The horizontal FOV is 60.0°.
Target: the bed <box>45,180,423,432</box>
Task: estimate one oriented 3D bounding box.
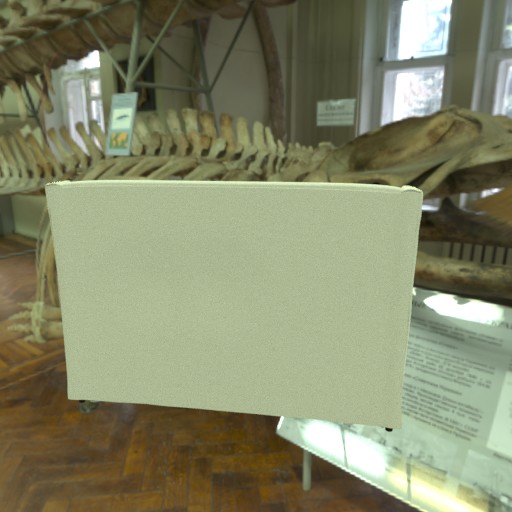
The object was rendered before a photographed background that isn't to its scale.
[{"bbox_3d":[0.000,0.000,3.408,1.925,1.332,2.276,2,15,8],"label":"bed"}]
